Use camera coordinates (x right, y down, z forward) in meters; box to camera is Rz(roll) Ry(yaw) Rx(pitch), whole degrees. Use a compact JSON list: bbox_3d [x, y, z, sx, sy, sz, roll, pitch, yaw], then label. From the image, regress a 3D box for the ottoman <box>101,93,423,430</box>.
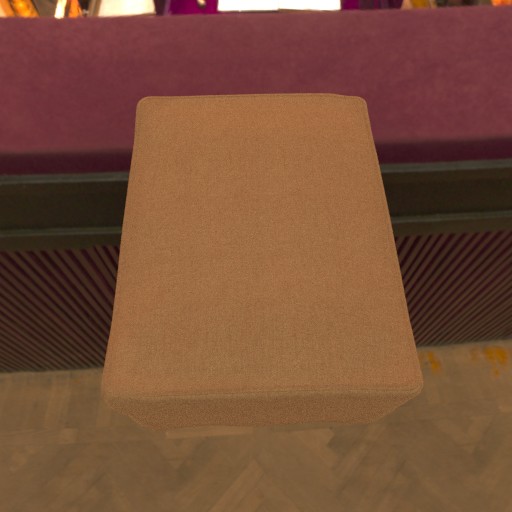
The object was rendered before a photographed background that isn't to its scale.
[{"bbox_3d":[0.000,0.000,1.213,0.650,0.485,0.833,-2,62,-1],"label":"ottoman"}]
